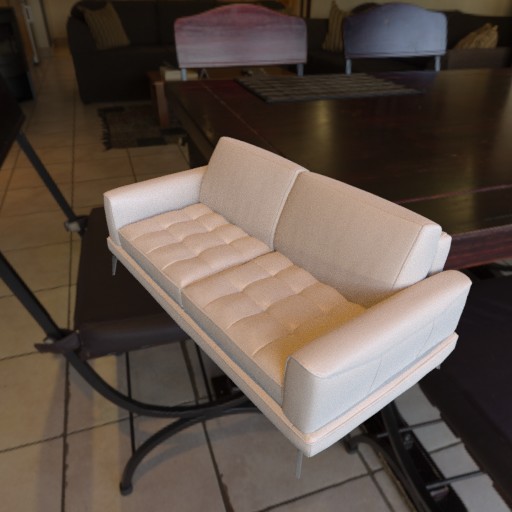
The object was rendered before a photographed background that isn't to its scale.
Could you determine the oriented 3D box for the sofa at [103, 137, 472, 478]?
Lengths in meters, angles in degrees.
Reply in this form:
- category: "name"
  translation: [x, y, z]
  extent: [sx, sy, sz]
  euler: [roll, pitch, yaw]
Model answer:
- category: "sofa"
  translation: [0.000, 0.000, 2.661]
  extent: [1.121, 0.930, 2.177]
  euler: [-22, 38, -31]
